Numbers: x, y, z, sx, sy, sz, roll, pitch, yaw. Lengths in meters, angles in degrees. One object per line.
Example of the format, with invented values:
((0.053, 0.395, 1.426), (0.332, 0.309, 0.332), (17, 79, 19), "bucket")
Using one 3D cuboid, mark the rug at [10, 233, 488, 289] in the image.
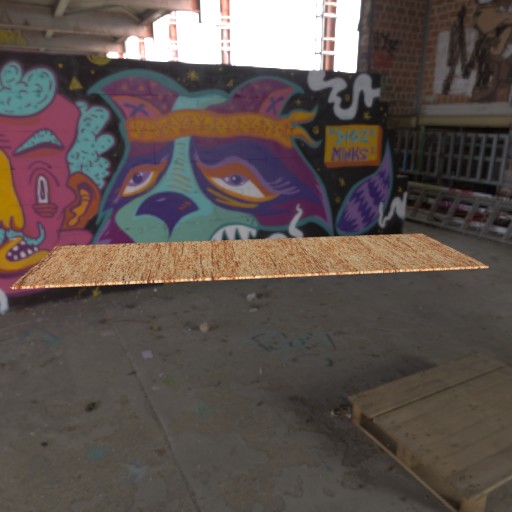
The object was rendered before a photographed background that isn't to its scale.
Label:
((0.000, 0.000, 2.377), (2.237, 0.014, 0.680), (-2, 17, -7), "rug")
